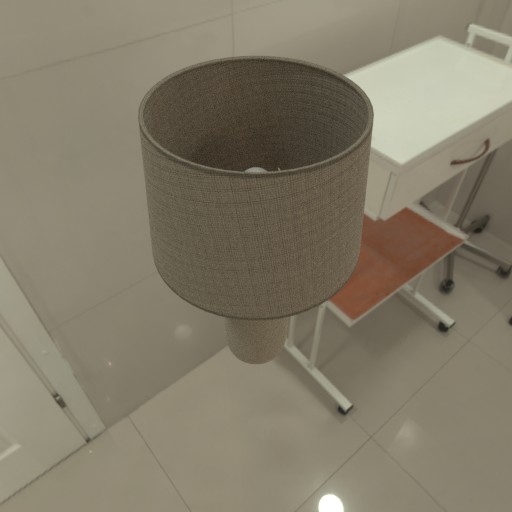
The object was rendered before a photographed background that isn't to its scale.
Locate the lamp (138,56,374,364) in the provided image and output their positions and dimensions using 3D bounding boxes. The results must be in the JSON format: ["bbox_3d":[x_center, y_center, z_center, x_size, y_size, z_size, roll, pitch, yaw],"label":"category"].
[{"bbox_3d":[0.000,0.000,0.831,0.367,0.609,0.367,0,47,0],"label":"lamp"}]
